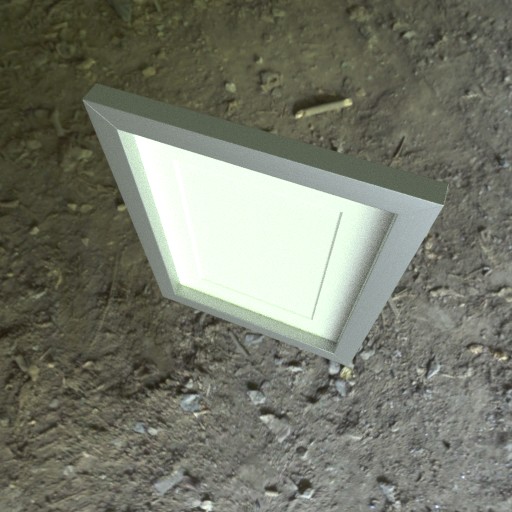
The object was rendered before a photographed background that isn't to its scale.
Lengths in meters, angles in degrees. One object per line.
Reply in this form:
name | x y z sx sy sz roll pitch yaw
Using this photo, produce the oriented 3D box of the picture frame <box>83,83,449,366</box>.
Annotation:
picture frame | 0.000 0.000 0.524 0.307 0.386 0.036 19 61 11
